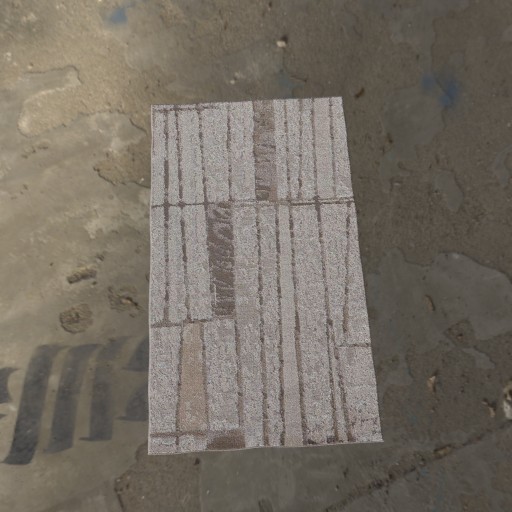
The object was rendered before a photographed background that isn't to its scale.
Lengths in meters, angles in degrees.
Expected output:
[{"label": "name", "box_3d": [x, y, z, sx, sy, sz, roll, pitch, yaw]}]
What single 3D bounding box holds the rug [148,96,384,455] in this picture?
[{"label": "rug", "box_3d": [0.000, 0.000, 1.073, 0.515, 0.007, 0.867, -3, 75, -1]}]
